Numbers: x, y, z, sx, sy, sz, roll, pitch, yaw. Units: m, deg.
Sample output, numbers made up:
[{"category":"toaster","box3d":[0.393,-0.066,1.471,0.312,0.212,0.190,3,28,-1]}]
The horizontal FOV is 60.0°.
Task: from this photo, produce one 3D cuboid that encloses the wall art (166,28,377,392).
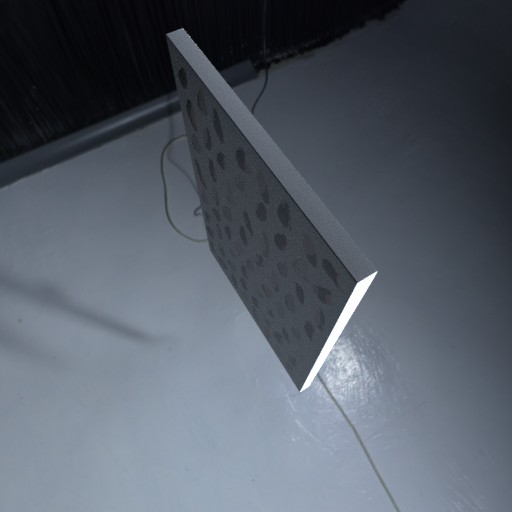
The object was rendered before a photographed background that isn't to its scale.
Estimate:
[{"category":"wall art","box3d":[0.000,0.000,0.766,0.025,0.608,0.405,-29,67,-13]}]
